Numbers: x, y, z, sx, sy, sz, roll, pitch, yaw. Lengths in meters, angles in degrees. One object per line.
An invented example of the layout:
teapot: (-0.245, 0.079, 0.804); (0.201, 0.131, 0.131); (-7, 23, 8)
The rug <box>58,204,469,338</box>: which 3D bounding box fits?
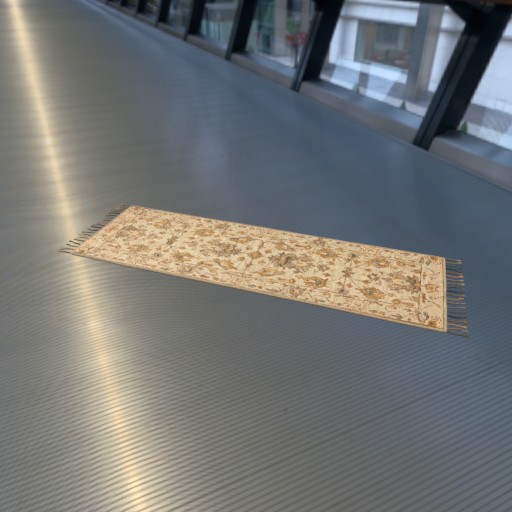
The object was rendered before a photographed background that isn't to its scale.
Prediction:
rug: (0.000, 0.000, 2.770); (2.438, 0.021, 0.729); (11, 34, 16)
